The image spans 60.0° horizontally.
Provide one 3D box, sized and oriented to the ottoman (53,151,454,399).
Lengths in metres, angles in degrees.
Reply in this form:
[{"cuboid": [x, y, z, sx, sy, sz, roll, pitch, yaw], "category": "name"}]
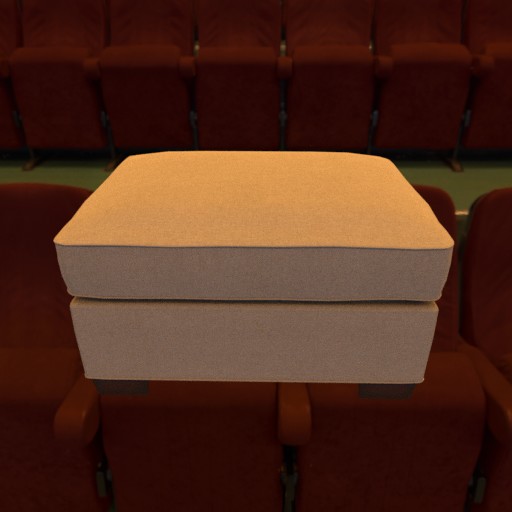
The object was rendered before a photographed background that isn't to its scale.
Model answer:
[{"cuboid": [0.000, 0.000, 1.262, 0.846, 0.503, 0.617, 1, 30, 1], "category": "ottoman"}]
